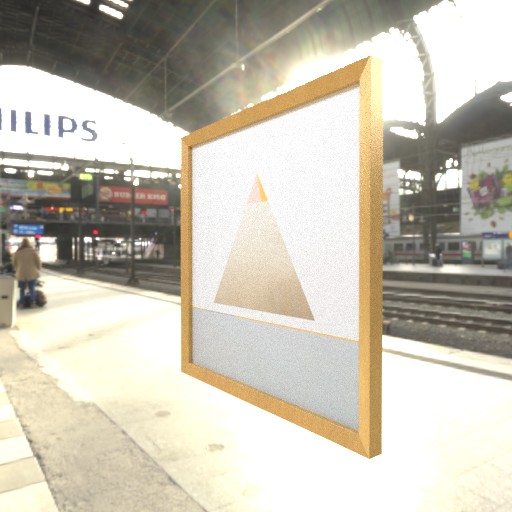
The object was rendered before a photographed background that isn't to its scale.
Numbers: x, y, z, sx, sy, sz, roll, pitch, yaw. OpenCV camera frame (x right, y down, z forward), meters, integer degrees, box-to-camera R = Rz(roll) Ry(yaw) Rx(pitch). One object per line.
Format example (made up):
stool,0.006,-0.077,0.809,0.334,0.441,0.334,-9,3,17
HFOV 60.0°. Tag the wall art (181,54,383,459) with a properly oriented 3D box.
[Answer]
wall art,0.000,0.000,2.918,0.097,1.936,1.935,0,1,-37
